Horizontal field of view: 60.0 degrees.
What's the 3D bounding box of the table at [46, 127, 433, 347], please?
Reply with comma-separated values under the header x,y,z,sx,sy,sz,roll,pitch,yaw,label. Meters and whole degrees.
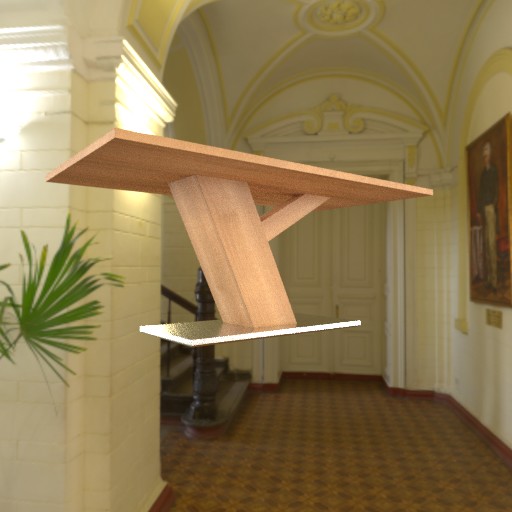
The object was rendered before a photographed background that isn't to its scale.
x,y,z,sx,sy,sz,roll,pitch,yaw,label
0.000,0.000,2.266,1.800,0.750,0.900,1,-2,-38,table
